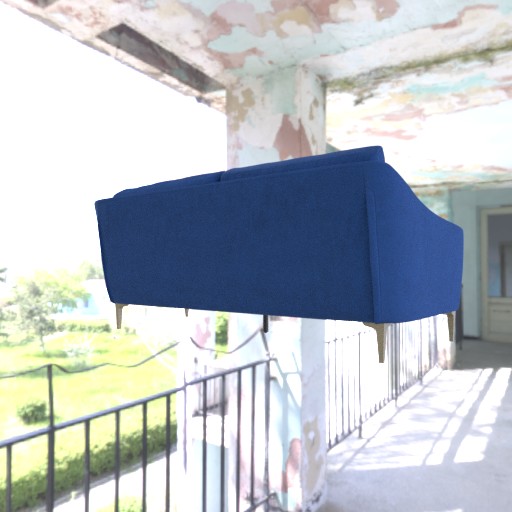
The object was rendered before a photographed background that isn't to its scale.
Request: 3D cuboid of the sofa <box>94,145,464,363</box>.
[{"bbox_3d":[0.000,0.000,2.543,2.036,0.903,0.960,-1,-2,36],"label":"sofa"}]
